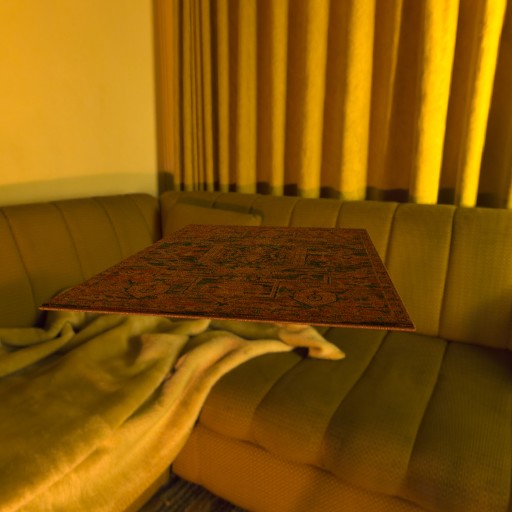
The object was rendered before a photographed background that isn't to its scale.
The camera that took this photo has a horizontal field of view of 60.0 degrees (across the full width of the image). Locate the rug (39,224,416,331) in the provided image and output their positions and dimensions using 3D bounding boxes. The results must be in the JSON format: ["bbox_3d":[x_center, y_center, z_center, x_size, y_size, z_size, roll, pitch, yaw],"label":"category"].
[{"bbox_3d":[0.000,0.000,2.876,1.588,0.024,2.204,2,14,9],"label":"rug"}]
